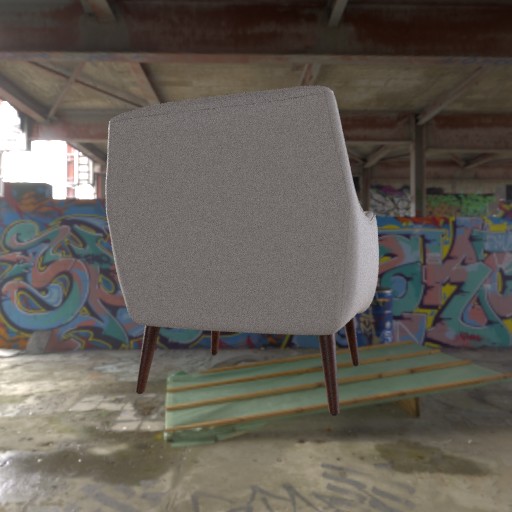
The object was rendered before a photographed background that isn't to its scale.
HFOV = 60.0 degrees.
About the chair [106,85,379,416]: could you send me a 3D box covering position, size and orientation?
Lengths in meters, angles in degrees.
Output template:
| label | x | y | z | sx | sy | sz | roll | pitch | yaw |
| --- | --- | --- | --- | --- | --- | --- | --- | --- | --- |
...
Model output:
| label | x | y | z | sx | sy | sz | roll | pitch | yaw |
| --- | --- | --- | --- | --- | --- | --- | --- | --- | --- |
| chair | 0.000 | 0.000 | 1.484 | 0.762 | 0.838 | 0.787 | 0 | 0 | 18 |
